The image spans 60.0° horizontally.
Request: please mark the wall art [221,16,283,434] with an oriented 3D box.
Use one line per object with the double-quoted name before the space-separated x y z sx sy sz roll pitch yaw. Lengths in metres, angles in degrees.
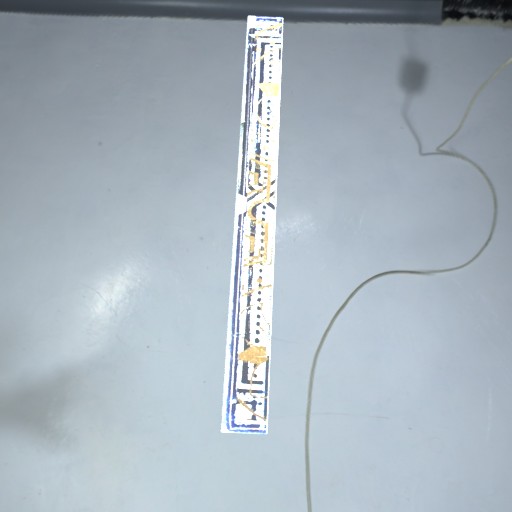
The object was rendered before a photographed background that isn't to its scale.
"wall art" 0.000 0.000 0.609 0.038 0.410 0.411 3 74 1
